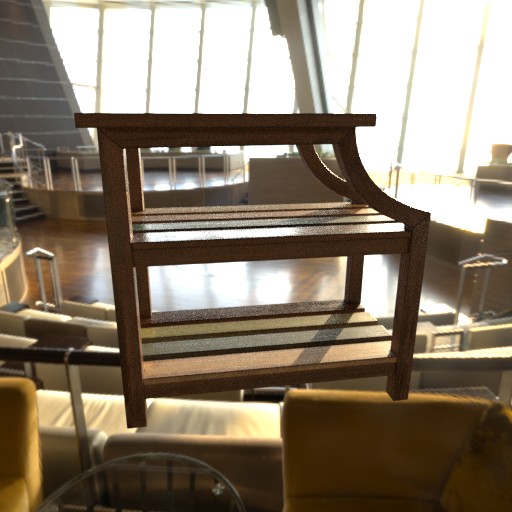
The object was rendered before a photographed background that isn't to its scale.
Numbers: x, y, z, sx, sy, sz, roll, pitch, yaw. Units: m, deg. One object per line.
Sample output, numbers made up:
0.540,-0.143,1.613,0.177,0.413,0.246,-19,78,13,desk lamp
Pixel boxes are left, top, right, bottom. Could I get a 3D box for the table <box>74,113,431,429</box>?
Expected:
0.000,0.000,0.960,0.609,0.584,0.356,-3,17,-9,table
